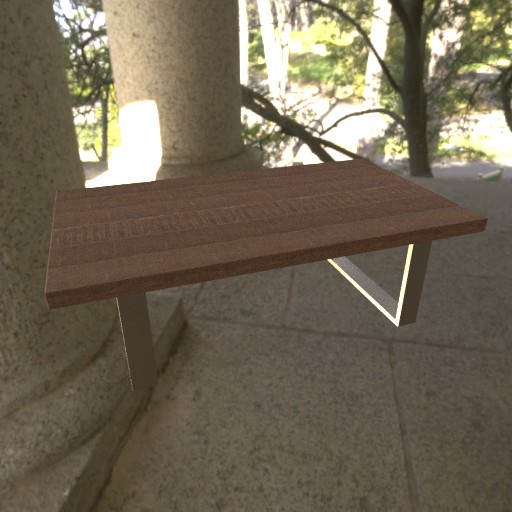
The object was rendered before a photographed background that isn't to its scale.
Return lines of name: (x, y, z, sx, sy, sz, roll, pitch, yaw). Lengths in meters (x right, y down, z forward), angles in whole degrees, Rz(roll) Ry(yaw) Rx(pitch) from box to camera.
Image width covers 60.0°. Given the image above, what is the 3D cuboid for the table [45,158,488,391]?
table: (0.000, 0.000, 1.742, 1.400, 0.440, 0.800, -10, 29, -17)
